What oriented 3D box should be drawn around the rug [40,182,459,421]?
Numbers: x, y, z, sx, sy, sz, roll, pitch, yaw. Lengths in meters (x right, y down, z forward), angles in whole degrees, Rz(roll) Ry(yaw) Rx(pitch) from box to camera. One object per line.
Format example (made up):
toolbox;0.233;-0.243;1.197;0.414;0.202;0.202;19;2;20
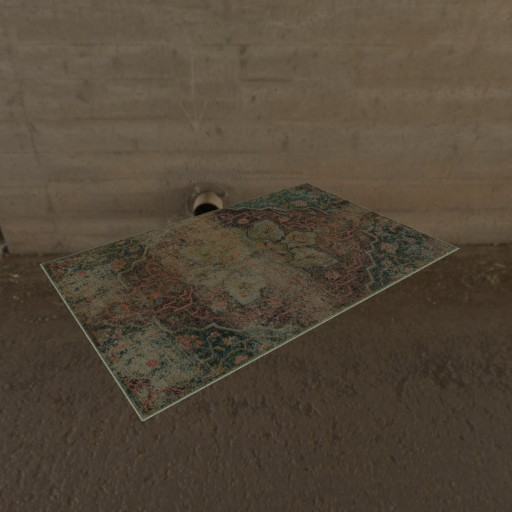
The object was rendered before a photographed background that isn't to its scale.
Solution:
rug;0.000;0.000;2.943;2.363;0.004;1.566;-21;37;-31
